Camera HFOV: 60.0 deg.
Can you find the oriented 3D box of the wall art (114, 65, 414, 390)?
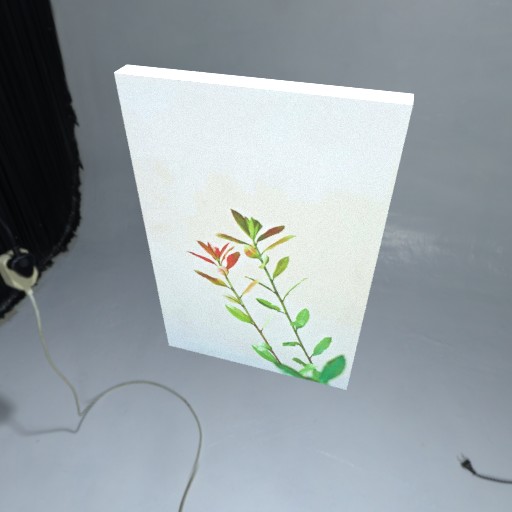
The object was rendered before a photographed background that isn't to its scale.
[{"bbox_3d":[0.000,0.000,0.793,0.408,0.611,0.038,11,42,13],"label":"wall art"}]
